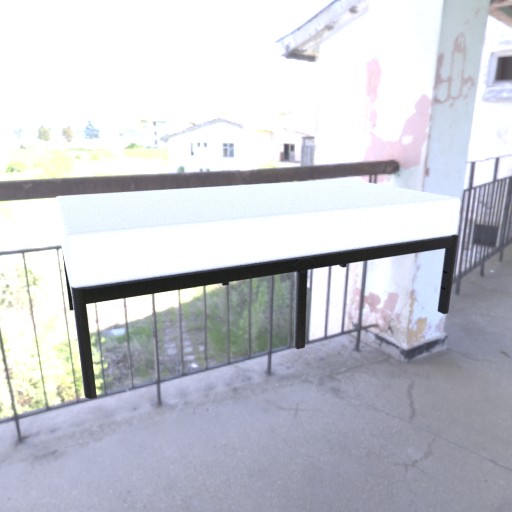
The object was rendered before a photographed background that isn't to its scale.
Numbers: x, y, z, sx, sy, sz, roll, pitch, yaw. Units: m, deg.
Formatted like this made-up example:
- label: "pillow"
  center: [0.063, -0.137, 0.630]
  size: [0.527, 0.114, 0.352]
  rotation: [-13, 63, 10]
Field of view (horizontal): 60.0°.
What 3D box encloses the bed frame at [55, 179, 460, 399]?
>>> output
- label: "bed frame"
  center: [0.000, 0.000, 2.461]
  size: [1.950, 0.659, 1.023]
  rotation: [-8, 18, -24]
